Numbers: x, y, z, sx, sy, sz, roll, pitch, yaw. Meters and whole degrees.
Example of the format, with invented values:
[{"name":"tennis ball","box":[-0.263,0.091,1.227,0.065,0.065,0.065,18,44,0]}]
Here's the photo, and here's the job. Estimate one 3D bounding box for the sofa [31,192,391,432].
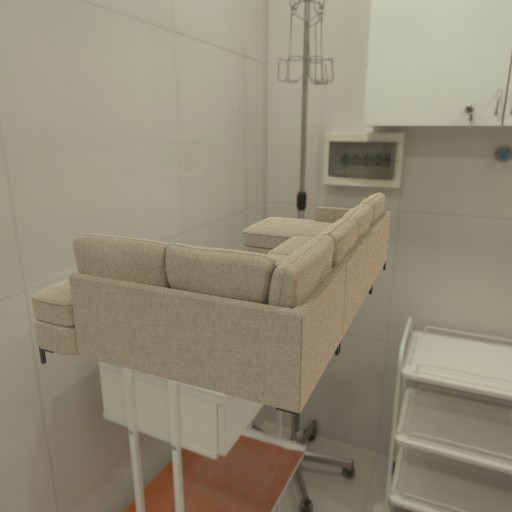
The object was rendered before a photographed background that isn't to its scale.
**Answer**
[{"name":"sofa","box":[0.000,0.000,4.240,2.021,0.996,3.423,7,17,23]}]
